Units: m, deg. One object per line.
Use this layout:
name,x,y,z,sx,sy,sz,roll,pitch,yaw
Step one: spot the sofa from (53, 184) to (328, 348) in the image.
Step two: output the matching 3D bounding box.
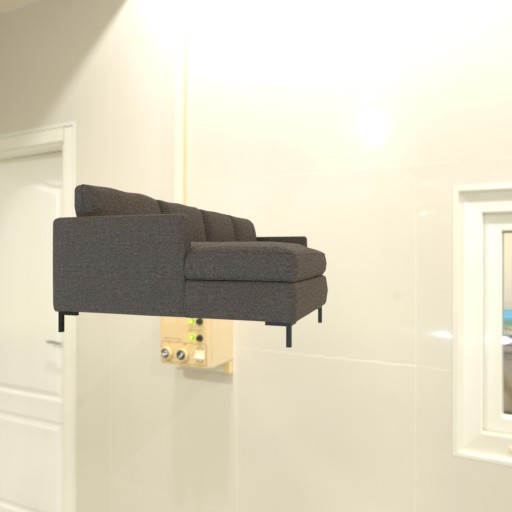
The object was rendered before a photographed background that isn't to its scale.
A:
sofa,0.000,0.000,3.266,1.258,0.754,2.731,0,0,18
